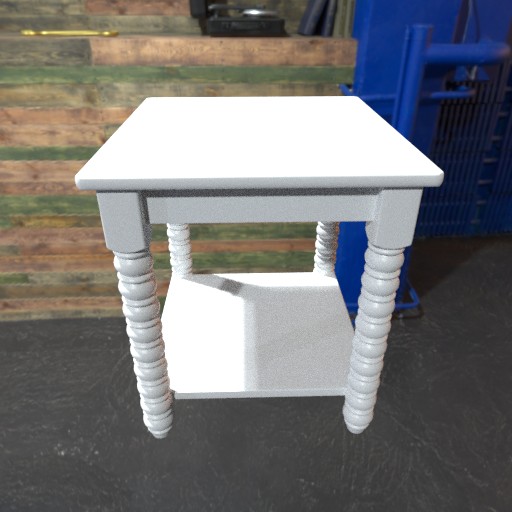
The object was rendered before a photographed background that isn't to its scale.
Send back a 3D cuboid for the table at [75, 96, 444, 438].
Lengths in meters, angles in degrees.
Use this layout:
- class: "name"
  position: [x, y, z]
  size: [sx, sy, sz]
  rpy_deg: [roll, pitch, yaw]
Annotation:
- class: "table"
  position: [0.000, 0.000, 0.963]
  size: [0.500, 0.563, 0.533]
  rpy_deg: [-1, 30, -1]
